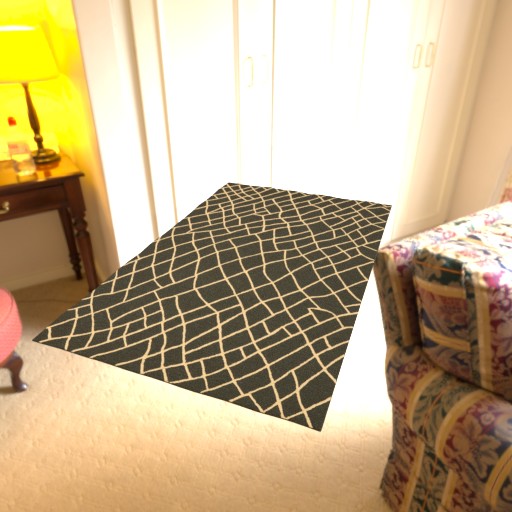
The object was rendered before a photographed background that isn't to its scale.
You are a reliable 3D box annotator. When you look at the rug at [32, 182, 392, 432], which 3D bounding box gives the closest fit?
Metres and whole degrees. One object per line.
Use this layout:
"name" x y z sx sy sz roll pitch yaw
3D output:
"rug" 0.000 0.000 3.024 1.529 0.017 2.448 11 32 18
